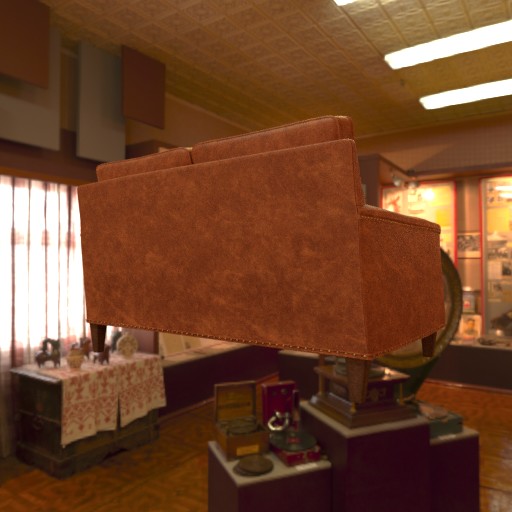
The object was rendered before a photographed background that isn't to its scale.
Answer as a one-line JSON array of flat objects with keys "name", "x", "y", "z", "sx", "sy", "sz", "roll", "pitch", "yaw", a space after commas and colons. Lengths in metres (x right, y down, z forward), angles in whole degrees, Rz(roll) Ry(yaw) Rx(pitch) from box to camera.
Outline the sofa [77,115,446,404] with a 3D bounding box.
[{"name": "sofa", "x": 0.000, "y": 0.000, "z": 2.247, "sx": 1.597, "sy": 1.003, "sz": 1.084, "roll": -1, "pitch": -1, "yaw": 36}]
